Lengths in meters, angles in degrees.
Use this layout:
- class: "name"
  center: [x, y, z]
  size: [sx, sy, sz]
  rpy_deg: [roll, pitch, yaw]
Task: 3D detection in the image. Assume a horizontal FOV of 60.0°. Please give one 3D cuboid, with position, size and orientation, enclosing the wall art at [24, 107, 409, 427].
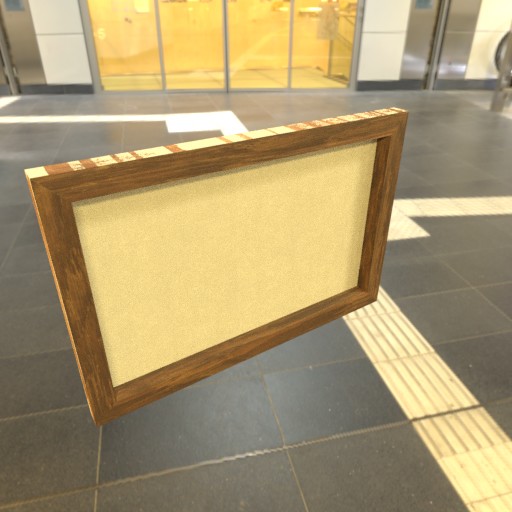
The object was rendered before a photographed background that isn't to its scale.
- class: "wall art"
  center: [0.000, 0.000, 0.739]
  size: [0.609, 0.405, 0.035]
  rpy_deg: [-18, 35, -28]
